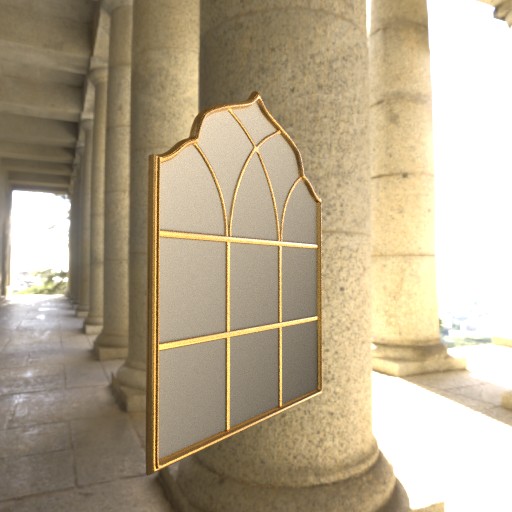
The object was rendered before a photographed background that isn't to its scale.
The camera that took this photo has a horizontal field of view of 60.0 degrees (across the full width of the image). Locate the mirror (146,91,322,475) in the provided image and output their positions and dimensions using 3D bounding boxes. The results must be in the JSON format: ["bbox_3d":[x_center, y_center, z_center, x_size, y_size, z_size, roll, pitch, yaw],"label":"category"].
[{"bbox_3d":[0.000,0.000,0.843,0.018,0.635,0.513,-1,-2,36],"label":"mirror"}]
